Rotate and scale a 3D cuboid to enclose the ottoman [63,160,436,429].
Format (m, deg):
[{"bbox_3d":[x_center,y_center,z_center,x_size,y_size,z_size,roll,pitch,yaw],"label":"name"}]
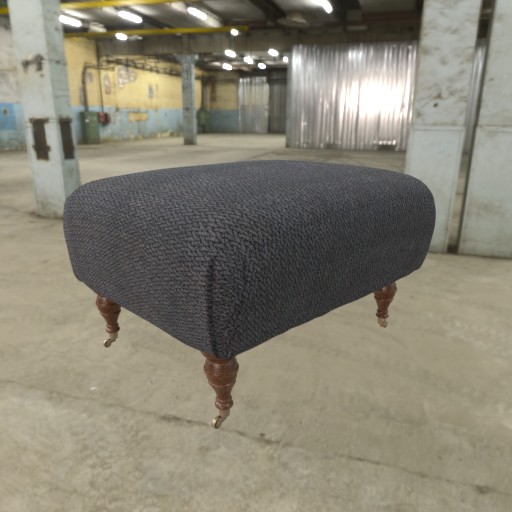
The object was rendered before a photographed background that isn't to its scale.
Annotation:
[{"bbox_3d":[0.000,0.000,1.111,0.747,0.450,0.622,-16,23,-42],"label":"ottoman"}]
